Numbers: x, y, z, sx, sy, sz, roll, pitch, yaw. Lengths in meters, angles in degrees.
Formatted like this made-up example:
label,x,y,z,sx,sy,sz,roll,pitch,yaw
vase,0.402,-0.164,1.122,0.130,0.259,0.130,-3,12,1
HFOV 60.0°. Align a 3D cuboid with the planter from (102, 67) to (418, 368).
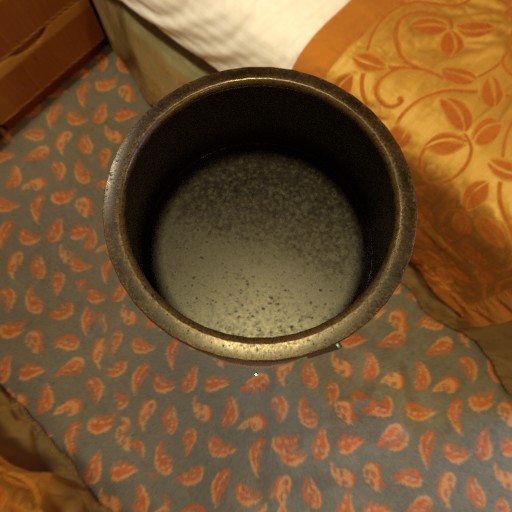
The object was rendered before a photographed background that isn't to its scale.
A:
label,x,y,z,sx,sy,sz,roll,pitch,yaw
planter,0.000,0.000,0.702,0.354,0.465,0.345,-4,75,-1
